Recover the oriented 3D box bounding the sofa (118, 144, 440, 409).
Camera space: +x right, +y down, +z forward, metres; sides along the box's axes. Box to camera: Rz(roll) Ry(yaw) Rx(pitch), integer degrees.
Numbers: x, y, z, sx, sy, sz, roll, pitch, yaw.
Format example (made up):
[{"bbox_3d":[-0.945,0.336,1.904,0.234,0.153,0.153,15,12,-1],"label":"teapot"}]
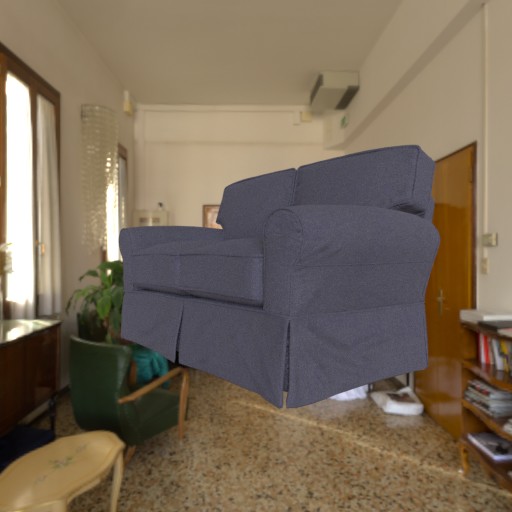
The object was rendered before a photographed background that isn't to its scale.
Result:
[{"bbox_3d":[0.000,0.000,2.461,0.997,1.059,1.801,0,0,-37],"label":"sofa"}]
